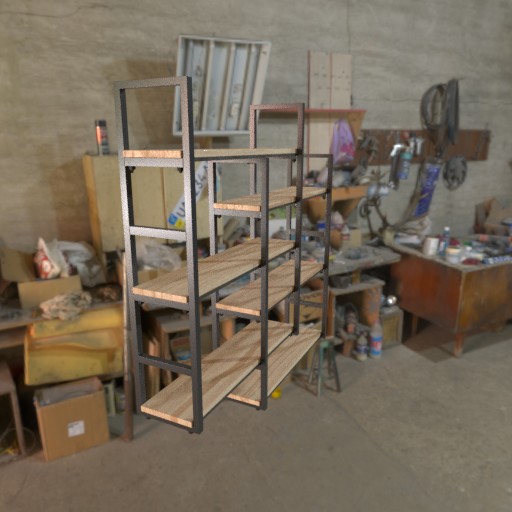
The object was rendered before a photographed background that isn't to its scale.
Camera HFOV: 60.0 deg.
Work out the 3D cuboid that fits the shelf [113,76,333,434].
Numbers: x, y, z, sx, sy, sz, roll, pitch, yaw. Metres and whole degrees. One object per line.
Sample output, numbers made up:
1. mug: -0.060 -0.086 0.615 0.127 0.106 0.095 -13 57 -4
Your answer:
1. shelf: 0.000 0.000 1.382 0.183 0.921 0.946 7 16 26
